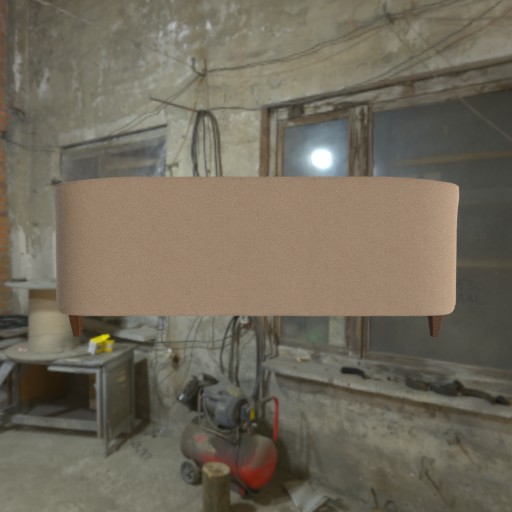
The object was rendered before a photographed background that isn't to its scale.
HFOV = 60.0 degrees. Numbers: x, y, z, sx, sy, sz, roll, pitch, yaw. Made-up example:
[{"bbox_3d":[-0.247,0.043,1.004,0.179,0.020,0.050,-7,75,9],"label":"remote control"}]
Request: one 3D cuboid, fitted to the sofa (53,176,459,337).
[{"bbox_3d":[0.000,0.000,2.754,2.278,0.855,0.941,0,2,0],"label":"sofa"}]
